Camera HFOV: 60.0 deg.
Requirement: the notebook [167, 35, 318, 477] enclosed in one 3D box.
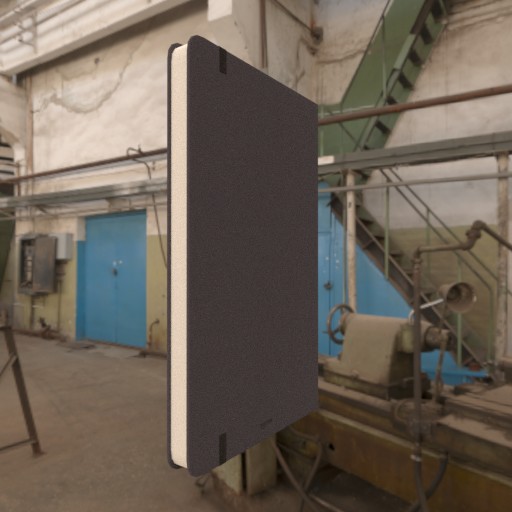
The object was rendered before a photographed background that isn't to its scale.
[{"bbox_3d":[0.000,0.000,0.262,0.016,0.213,0.127,0,0,36],"label":"notebook"}]
